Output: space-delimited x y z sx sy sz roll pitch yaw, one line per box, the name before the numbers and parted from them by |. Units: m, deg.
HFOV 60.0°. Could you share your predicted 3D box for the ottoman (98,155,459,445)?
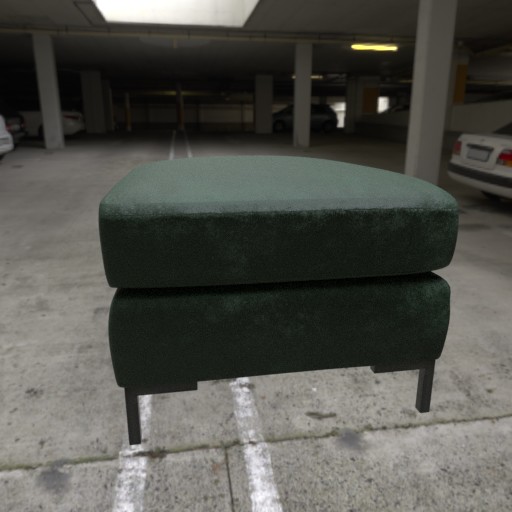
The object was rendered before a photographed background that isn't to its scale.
ottoman | 0.000 0.000 1.248 0.701 0.538 0.839 -3 16 -9
